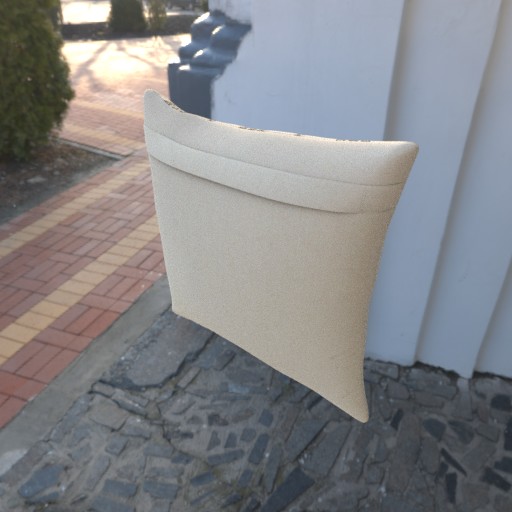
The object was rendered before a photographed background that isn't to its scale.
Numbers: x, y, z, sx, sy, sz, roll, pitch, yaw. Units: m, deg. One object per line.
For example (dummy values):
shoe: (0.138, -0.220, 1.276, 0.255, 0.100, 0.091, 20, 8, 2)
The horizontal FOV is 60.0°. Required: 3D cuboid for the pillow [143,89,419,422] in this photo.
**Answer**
pillow: (0.000, 0.000, 0.632, 0.405, 0.406, 0.173, 23, 39, 32)
